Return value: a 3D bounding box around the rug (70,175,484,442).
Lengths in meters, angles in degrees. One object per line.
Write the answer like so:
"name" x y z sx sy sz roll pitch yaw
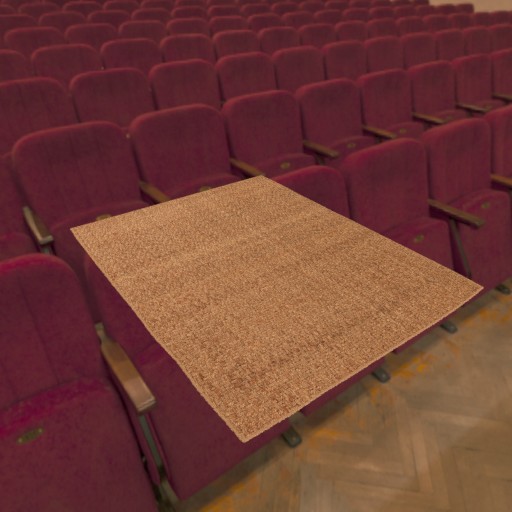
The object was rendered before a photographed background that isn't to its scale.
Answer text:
"rug" 0.000 0.000 4.024 2.439 0.013 3.048 -21 38 -30
